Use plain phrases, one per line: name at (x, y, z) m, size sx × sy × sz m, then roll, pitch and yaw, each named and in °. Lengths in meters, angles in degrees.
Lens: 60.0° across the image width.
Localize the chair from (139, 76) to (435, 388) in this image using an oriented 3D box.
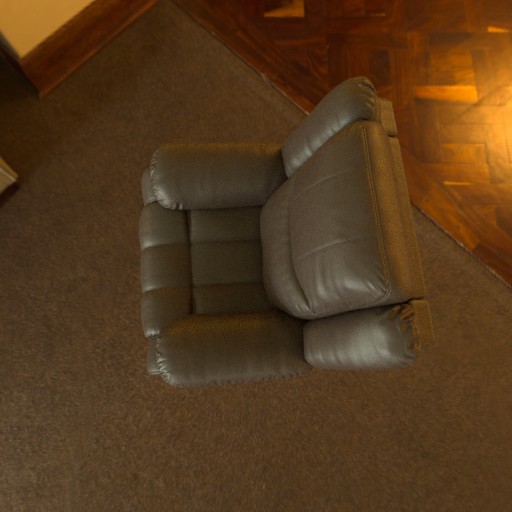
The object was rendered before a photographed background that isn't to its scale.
chair at (0.000, 0.000, 1.659) m, size 0.934 × 1.009 × 0.899 m, roll -5°, pitch 76°, yaw -1°
